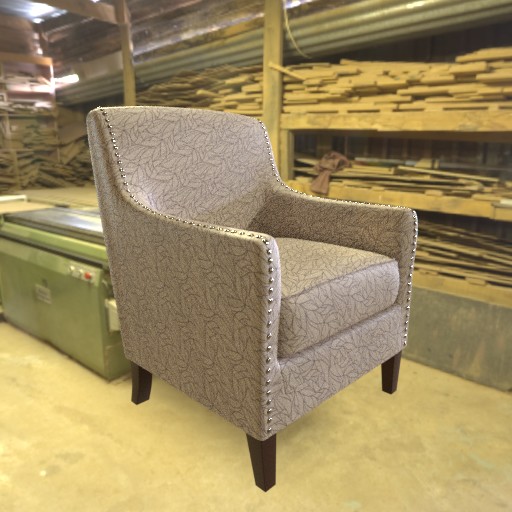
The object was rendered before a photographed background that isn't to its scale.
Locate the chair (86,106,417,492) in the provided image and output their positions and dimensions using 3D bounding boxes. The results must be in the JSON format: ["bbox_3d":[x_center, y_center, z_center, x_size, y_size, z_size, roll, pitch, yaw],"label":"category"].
[{"bbox_3d":[0.000,0.000,1.236,0.651,0.816,0.623,13,19,43],"label":"chair"}]
